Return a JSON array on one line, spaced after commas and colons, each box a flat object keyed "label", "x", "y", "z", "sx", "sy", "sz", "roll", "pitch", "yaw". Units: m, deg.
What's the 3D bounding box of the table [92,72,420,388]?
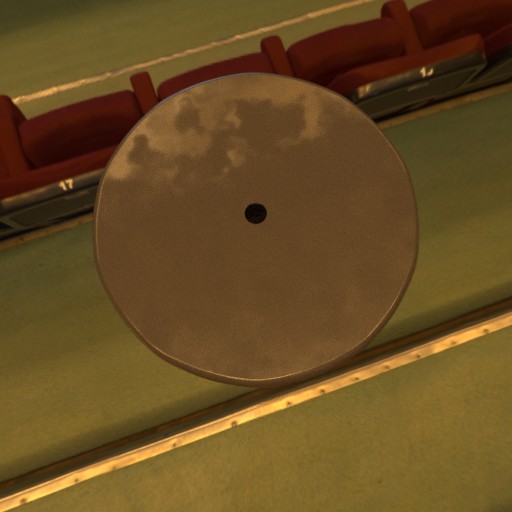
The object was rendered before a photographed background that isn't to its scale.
[{"label": "table", "x": 0.000, "y": 0.000, "z": 0.651, "sx": 0.352, "sy": 0.387, "sz": 0.352, "roll": 0, "pitch": 77, "yaw": 0}]
